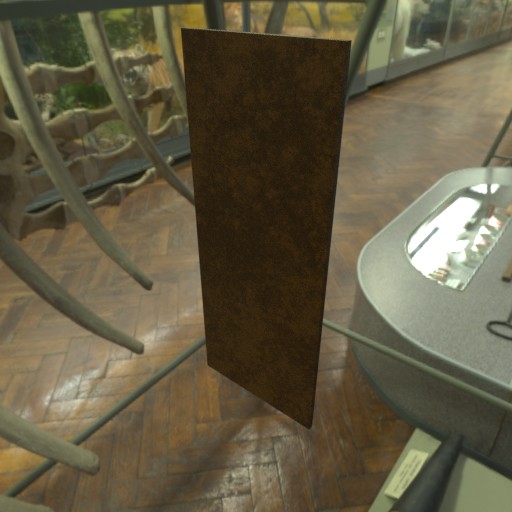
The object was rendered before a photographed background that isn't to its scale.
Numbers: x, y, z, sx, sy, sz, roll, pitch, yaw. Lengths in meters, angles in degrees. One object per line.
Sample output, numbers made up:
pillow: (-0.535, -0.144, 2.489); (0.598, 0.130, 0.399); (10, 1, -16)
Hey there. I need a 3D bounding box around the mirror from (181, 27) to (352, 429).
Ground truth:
mirror: (0.000, 0.000, 2.254); (0.812, 2.031, 0.032); (23, 38, 32)
